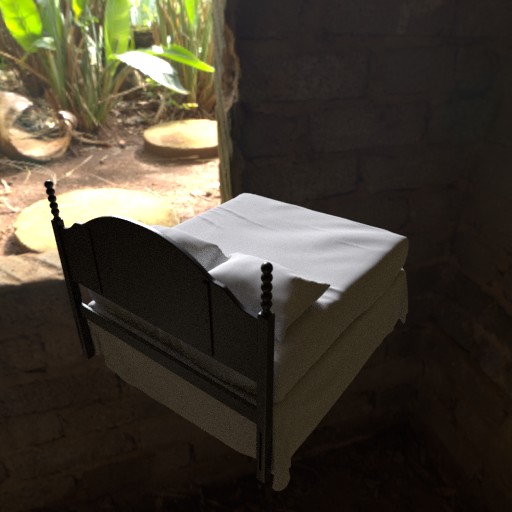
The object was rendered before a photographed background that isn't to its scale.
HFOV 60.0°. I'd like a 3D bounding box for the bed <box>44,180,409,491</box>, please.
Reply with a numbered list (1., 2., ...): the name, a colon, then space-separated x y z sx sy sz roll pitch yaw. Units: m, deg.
1. bed: 0.000 0.000 3.204 1.873 1.356 2.040 20 35 32
